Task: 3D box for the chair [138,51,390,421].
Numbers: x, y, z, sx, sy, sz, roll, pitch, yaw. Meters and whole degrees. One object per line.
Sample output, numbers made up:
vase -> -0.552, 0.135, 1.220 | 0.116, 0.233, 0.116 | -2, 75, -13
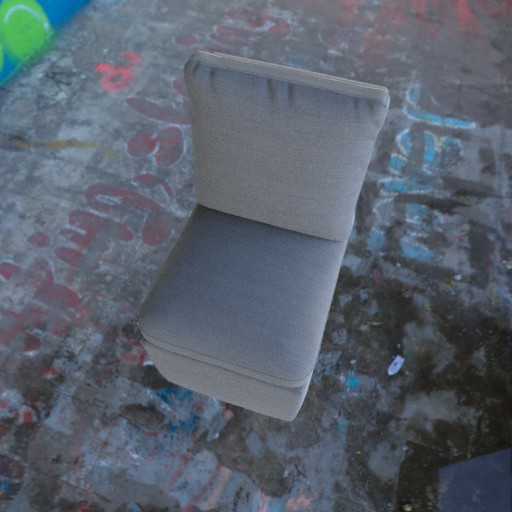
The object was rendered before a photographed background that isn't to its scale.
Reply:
chair -> 0.000, 0.000, 1.304 | 0.503, 0.927, 0.698 | 16, 60, 9
